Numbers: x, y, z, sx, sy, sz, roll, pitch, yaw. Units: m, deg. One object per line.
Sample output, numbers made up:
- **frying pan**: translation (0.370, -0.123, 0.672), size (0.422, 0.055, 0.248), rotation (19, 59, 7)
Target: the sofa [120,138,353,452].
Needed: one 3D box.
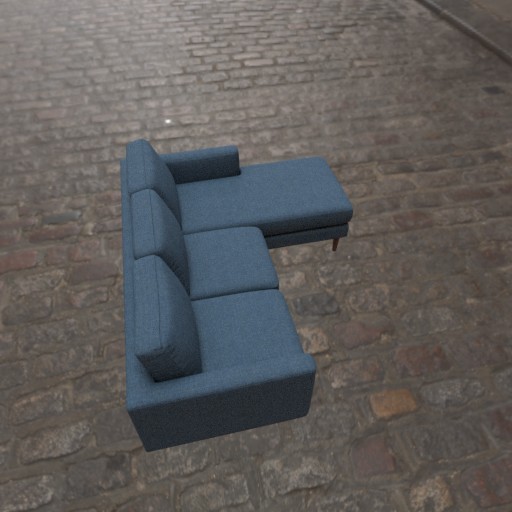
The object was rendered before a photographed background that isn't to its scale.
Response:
- **sofa**: translation (0.000, 0.000, 2.969), size (1.667, 0.957, 2.055), rotation (-9, 47, -9)
